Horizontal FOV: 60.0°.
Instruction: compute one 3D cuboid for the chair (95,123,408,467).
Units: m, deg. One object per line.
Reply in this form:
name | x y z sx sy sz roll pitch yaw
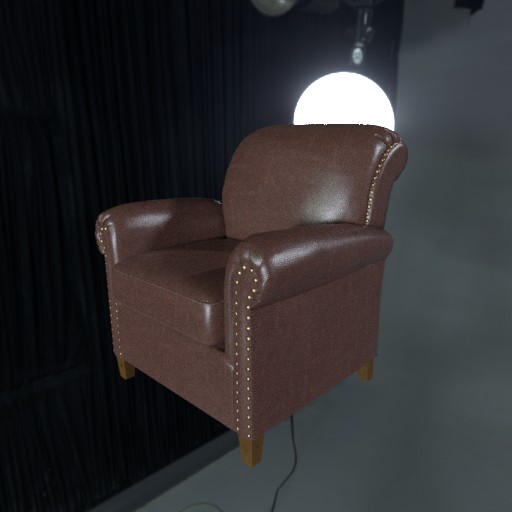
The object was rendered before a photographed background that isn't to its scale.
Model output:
chair | 0.000 0.000 1.593 0.854 0.927 0.890 14 20 42
